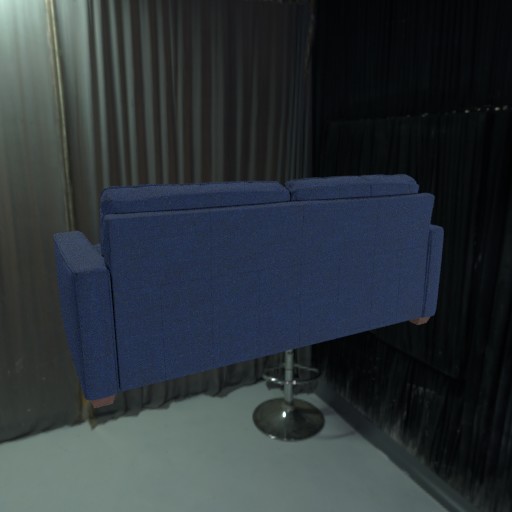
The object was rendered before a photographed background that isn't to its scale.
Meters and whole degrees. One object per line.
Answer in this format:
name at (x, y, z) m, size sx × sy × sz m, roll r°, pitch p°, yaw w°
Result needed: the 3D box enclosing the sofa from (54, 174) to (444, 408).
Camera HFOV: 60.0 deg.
sofa at (0.000, 0.000, 2.554) m, size 2.080 × 0.919 × 0.940 m, roll -7°, pitch 16°, yaw -27°
